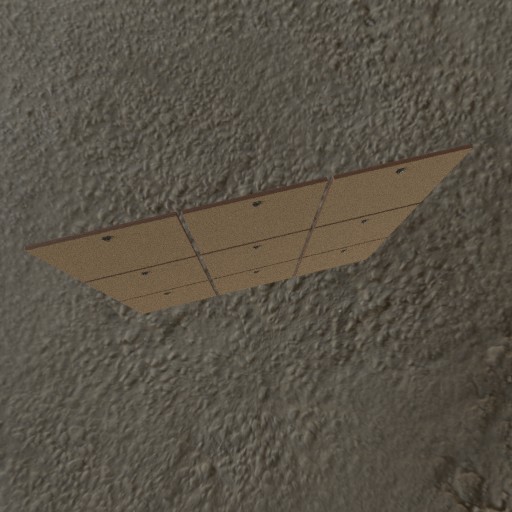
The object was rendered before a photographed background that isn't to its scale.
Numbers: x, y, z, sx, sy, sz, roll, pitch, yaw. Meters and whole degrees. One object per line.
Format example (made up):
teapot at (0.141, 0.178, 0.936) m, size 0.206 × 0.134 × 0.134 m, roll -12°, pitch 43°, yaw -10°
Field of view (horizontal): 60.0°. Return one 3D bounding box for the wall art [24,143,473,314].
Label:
wall art at (0.000, 0.000, 1.760) m, size 1.221 × 1.218 × 0.019 m, roll -13°, pitch 75°, yaw -4°
